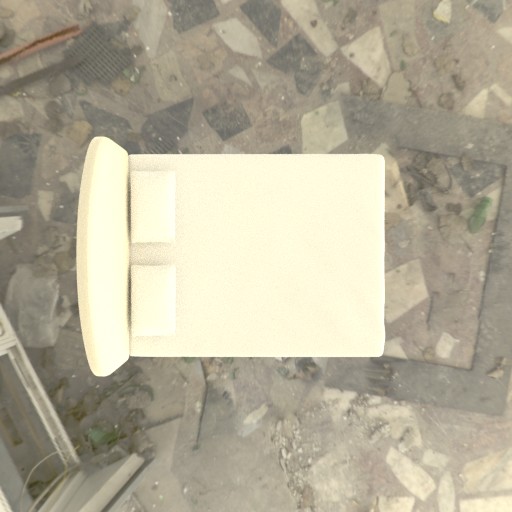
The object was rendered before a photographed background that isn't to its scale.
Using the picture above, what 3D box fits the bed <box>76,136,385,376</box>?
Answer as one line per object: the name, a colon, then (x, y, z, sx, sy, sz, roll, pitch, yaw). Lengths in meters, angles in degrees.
bed: (0.000, 0.000, 3.159, 2.005, 1.410, 1.607, 0, 91, 0)
